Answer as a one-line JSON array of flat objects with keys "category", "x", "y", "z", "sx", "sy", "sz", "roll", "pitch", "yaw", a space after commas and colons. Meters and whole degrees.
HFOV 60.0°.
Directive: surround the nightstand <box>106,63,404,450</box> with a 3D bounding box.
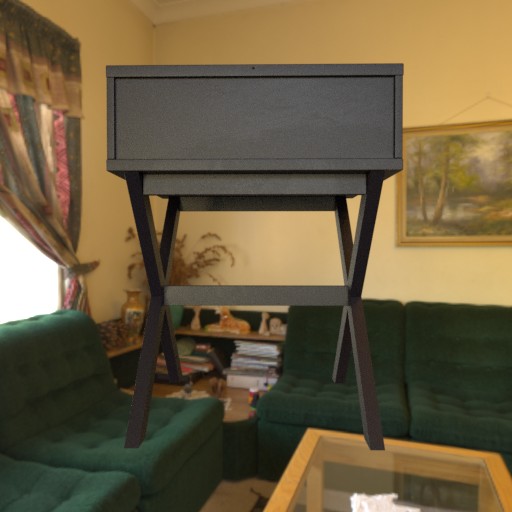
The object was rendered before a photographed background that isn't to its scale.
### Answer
[{"category": "nightstand", "x": 0.000, "y": 0.000, "z": 0.917, "sx": 0.479, "sy": 0.623, "sz": 0.402, "roll": 0, "pitch": 1, "yaw": 1}]
